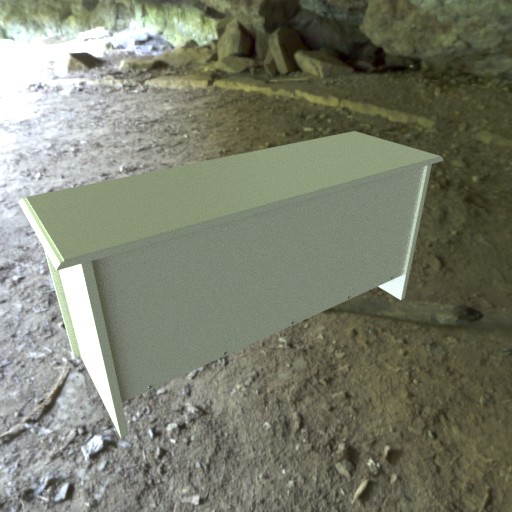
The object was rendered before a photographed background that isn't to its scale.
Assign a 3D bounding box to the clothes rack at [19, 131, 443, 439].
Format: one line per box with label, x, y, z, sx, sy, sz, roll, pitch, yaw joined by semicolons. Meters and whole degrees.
clothes rack;0.000;0.000;1.438;1.218;0.558;0.405;-19;35;-29
